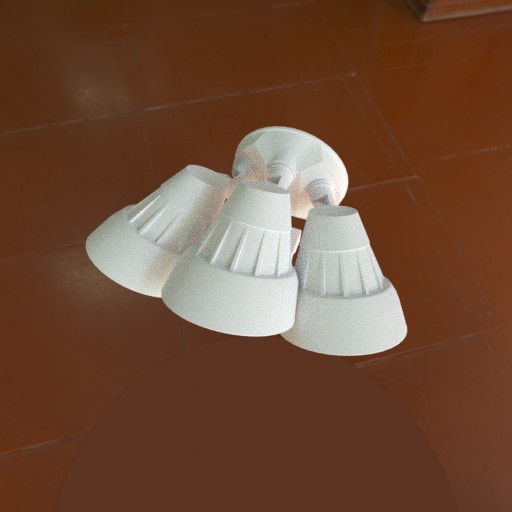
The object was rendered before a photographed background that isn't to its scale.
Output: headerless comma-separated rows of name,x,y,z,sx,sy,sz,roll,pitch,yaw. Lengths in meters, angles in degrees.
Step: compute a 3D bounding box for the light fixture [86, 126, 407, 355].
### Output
light fixture,0.000,0.000,0.543,0.369,0.237,0.278,17,60,10
